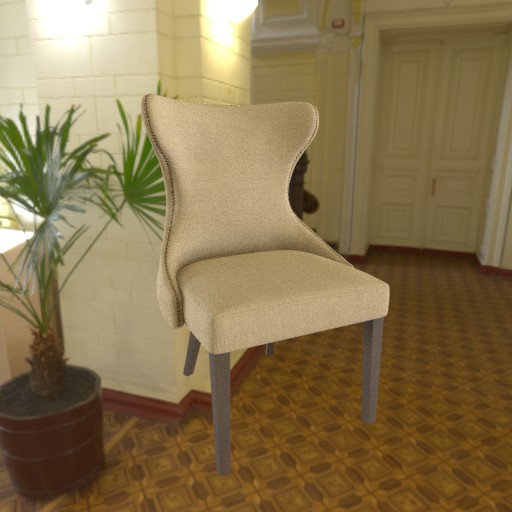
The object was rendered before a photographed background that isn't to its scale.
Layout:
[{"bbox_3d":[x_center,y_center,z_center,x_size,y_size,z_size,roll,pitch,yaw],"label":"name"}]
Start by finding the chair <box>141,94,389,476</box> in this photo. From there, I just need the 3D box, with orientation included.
[{"bbox_3d":[0.000,0.000,1.388,0.628,0.967,0.635,-7,17,-25],"label":"chair"}]
